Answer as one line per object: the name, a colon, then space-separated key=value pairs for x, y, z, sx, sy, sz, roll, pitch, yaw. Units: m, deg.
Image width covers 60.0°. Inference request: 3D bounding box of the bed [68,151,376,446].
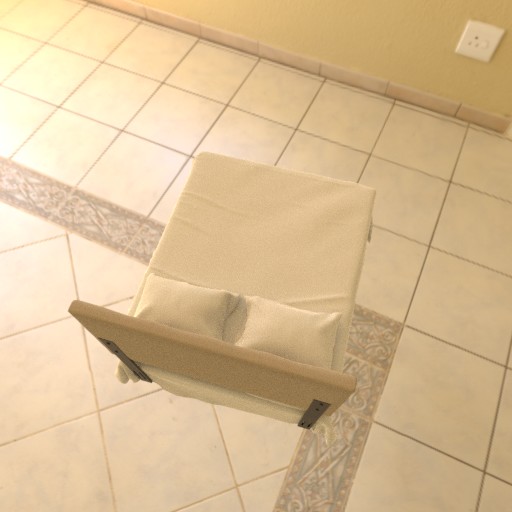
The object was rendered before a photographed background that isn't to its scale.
bed: x=0.000 y=0.000 z=3.508 sx=1.936 sy=1.577 sz=2.222 roll=14 pitch=63 yaw=7
